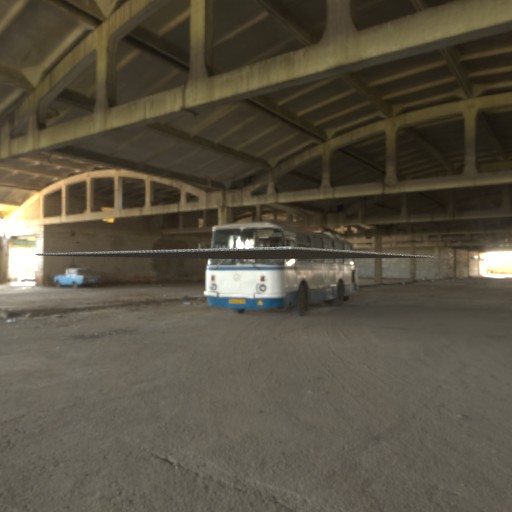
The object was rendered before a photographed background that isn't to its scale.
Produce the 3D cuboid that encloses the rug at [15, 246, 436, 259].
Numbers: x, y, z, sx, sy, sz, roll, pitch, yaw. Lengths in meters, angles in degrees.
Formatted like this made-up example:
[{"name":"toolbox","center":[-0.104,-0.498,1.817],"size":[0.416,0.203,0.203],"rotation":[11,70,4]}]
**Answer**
[{"name":"rug","center":[0.000,0.000,3.954],"size":[2.380,0.013,3.051],"rotation":[-1,-1,34]}]
